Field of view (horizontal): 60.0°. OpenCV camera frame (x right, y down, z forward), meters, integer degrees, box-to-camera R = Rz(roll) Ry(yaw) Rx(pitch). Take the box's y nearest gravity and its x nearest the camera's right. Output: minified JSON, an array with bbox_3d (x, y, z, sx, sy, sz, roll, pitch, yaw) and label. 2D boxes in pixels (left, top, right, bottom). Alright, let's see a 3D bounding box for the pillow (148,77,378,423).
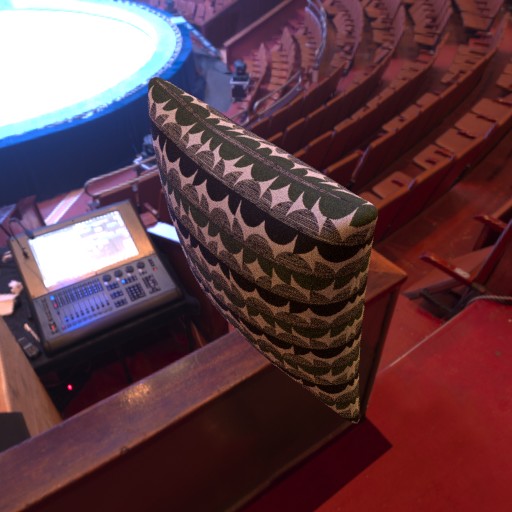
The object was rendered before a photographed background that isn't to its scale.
[{"bbox_3d":[0.000,0.000,0.638,0.180,0.404,0.419,-26,47,-27],"label":"pillow"}]
